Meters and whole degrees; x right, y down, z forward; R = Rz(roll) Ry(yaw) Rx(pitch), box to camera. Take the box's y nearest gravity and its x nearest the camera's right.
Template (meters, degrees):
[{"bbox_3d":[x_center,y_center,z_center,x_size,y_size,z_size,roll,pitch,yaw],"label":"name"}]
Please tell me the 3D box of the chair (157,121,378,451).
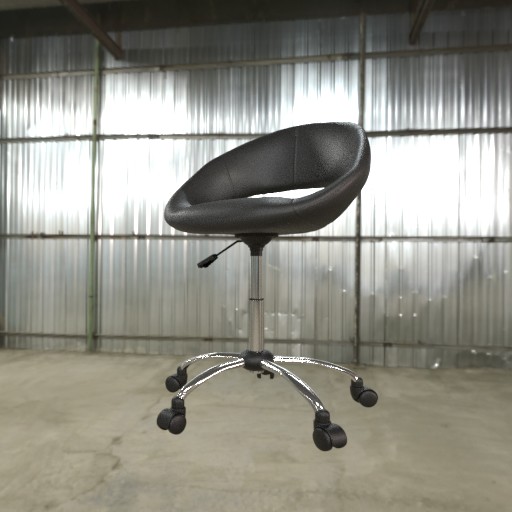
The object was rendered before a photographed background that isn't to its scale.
[{"bbox_3d":[0.000,0.000,1.160,0.612,0.791,0.538,0,0,36],"label":"chair"}]
